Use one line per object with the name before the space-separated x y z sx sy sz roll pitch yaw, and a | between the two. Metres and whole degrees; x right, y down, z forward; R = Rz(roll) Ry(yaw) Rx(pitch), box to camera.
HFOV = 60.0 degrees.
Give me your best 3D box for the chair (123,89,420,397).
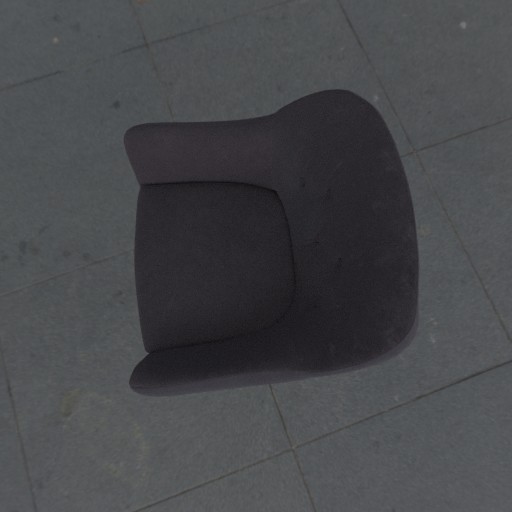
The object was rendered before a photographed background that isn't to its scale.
chair | 0.000 0.000 1.503 0.819 0.807 0.840 -5 76 -1
